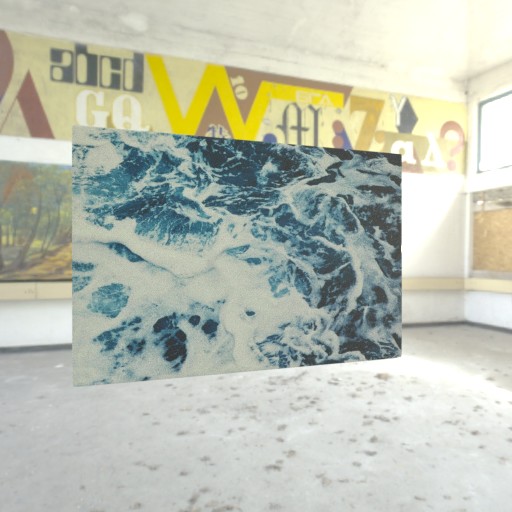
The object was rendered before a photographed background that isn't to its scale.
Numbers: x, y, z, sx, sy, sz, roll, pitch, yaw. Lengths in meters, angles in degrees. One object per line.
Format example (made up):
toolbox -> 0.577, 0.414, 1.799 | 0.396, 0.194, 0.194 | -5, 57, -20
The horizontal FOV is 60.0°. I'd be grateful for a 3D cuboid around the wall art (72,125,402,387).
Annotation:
wall art -> 0.000, 0.000, 1.990 | 1.524, 1.017, 0.055 | 0, 0, -19
